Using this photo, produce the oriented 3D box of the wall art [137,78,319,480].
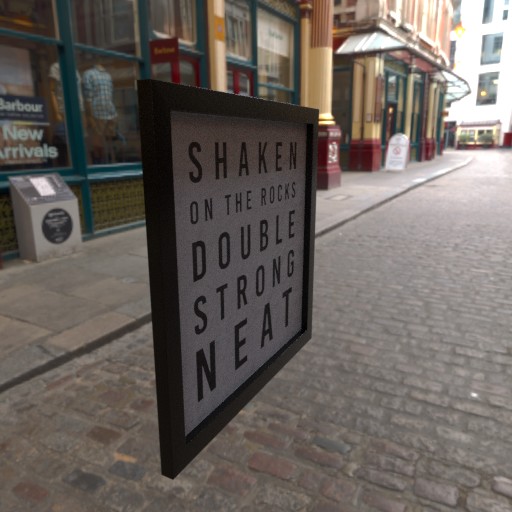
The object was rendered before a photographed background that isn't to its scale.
[{"bbox_3d":[0.000,0.000,0.520,0.014,0.349,0.349,8,16,27],"label":"wall art"}]
